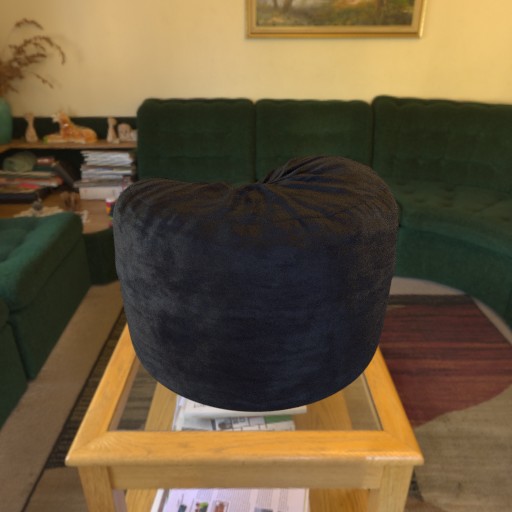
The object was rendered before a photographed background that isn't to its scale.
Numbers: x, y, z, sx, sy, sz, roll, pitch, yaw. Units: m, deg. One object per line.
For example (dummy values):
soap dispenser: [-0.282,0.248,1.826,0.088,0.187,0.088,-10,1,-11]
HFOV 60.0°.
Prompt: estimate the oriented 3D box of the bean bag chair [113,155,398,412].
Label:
bean bag chair: [0.000,0.000,1.523,0.918,0.616,0.918,0,26,0]
